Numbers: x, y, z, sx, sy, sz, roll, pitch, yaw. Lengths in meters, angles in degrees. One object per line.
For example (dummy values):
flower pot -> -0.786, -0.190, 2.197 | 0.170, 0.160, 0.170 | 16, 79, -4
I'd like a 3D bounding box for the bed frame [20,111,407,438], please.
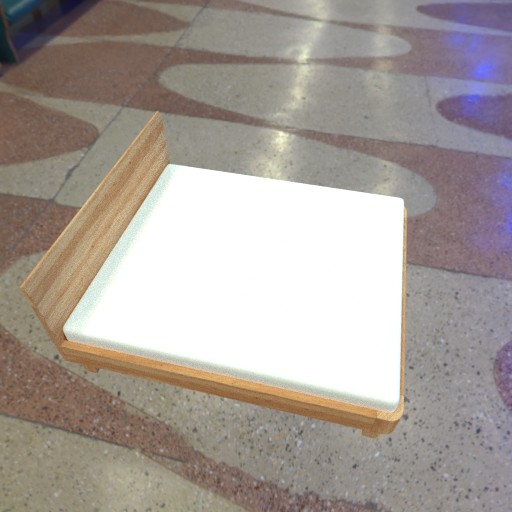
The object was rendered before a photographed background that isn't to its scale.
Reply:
bed frame -> 0.000, 0.000, 3.110 | 2.092, 0.940, 1.872 | 10, 48, 9
